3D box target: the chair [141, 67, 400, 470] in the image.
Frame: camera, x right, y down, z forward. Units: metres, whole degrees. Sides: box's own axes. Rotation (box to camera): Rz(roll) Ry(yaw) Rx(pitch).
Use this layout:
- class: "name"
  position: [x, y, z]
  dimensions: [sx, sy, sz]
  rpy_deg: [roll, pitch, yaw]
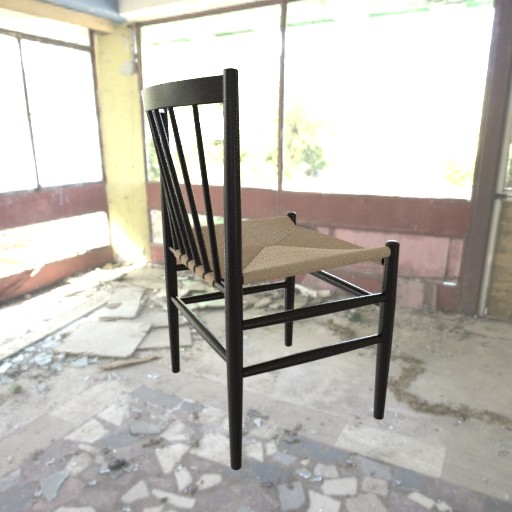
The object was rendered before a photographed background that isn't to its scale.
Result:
- class: "chair"
  position: [0.000, 0.000, 1.136]
  dimensions: [0.516, 0.818, 0.495]
  rpy_deg: [-7, 17, -25]
